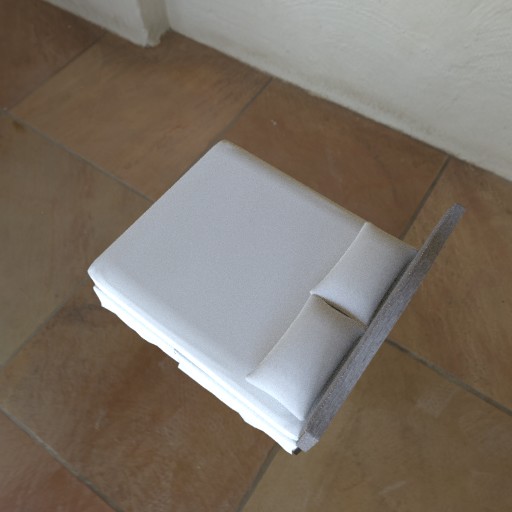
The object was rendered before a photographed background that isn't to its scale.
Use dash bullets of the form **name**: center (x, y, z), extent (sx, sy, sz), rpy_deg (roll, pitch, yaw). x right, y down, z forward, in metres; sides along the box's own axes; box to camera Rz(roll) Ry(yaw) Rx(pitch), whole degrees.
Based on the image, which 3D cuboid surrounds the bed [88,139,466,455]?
- **bed**: center (0.000, 0.000, 2.942), extent (1.870, 1.295, 1.610), rpy_deg (34, 67, 16)
